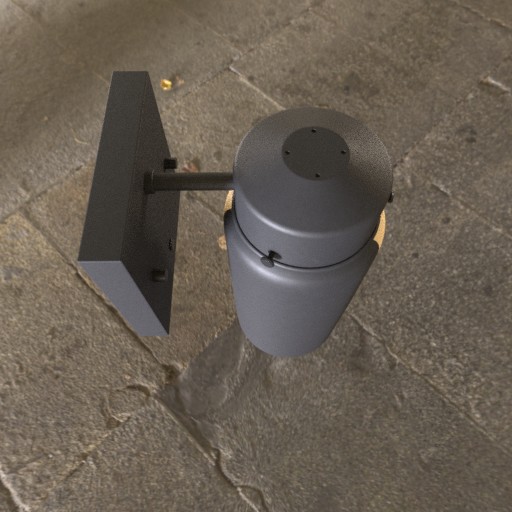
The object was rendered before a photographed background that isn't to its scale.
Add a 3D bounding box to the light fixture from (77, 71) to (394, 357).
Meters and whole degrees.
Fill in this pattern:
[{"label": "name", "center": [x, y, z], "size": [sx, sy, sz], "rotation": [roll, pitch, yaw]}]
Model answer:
[{"label": "light fixture", "center": [0.000, 0.000, 0.358], "size": [0.176, 0.257, 0.130], "rotation": [0, 64, 0]}]
